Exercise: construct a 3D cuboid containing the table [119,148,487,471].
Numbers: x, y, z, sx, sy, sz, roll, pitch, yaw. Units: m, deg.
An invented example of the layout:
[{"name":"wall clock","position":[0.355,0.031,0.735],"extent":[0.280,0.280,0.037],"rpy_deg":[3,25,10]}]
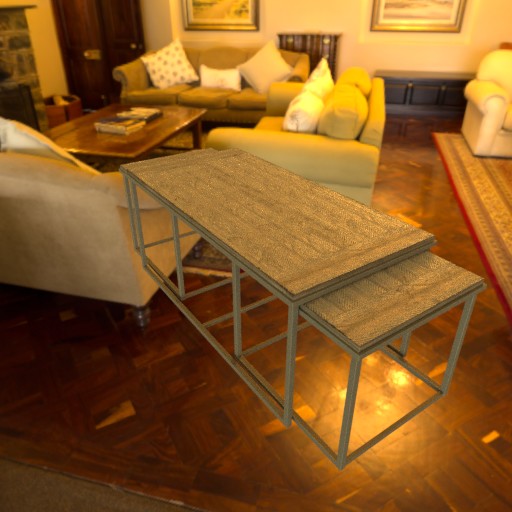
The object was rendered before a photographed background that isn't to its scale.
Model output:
[{"name":"table","position":[0.000,0.000,1.497],"extent":[0.489,0.427,1.312],"rpy_deg":[-19,35,-30]}]
